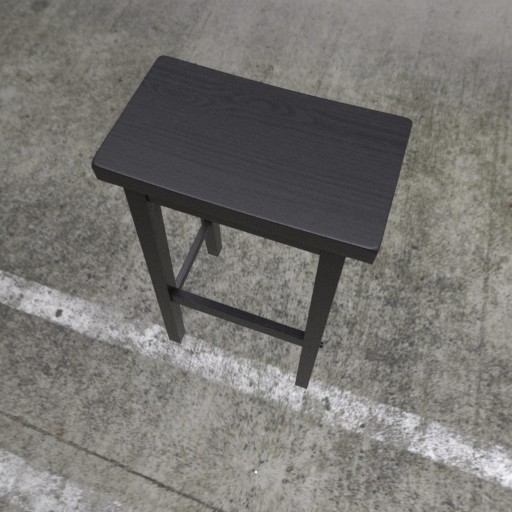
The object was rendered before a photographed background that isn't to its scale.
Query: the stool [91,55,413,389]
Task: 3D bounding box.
[{"bbox_3d":[0.000,0.000,0.958,0.406,0.742,0.322,18,65,8],"label":"stool"}]
